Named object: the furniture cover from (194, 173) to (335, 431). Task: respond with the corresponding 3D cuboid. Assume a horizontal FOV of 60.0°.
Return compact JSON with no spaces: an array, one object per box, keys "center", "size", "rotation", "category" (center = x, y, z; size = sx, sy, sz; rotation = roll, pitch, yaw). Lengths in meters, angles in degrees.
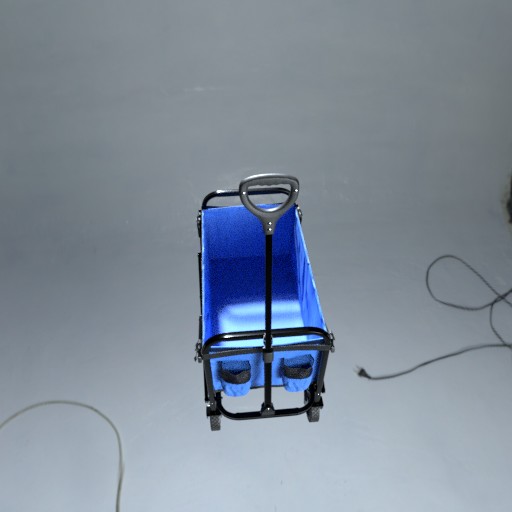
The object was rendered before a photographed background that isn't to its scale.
[{"center":[0.000,0.000,1.824],"size":[0.532,1.295,1.038],"rotation":[-4,44,-4],"category":"furniture cover"}]
